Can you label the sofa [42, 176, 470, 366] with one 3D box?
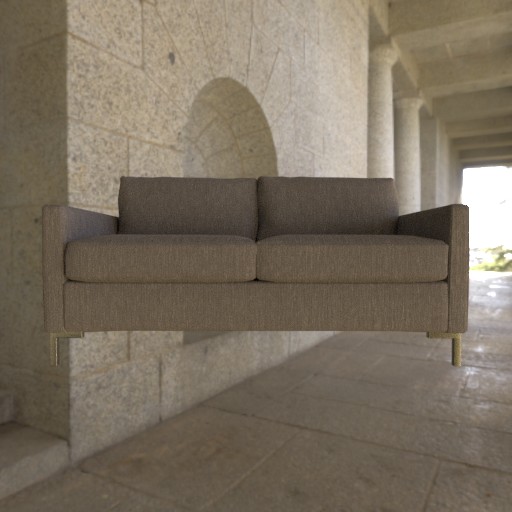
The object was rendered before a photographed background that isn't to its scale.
[{"bbox_3d":[0.000,0.000,2.110,1.682,0.840,0.875,0,1,0],"label":"sofa"}]
